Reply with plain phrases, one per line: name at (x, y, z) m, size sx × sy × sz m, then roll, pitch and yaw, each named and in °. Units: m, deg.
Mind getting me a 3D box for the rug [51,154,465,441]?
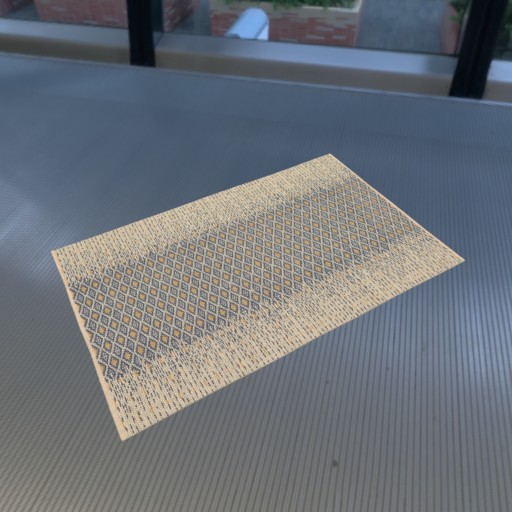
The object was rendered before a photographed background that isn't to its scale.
rug at (0.000, 0.000, 3.091) m, size 2.448 × 0.008 × 1.541 m, roll -23°, pitch 50°, yaw -21°
